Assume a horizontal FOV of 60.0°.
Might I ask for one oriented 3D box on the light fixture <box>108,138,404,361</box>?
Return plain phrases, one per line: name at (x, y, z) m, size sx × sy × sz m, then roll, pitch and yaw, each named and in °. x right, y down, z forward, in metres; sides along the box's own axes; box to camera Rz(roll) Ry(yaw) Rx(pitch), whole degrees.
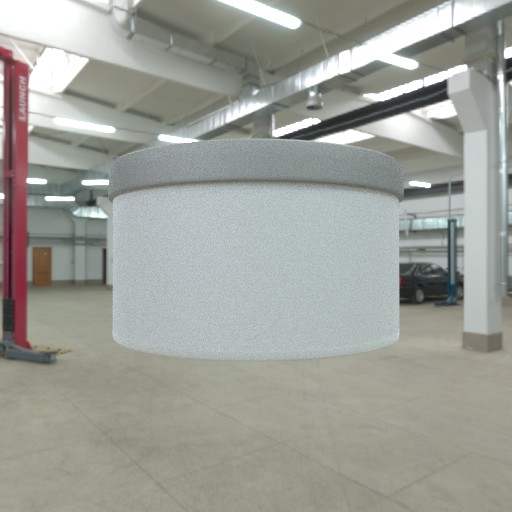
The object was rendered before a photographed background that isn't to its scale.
light fixture at (0.000, 0.000, 0.621) m, size 0.393 × 0.229 × 0.393 m, roll 0°, pitch 0°, yaw 0°
